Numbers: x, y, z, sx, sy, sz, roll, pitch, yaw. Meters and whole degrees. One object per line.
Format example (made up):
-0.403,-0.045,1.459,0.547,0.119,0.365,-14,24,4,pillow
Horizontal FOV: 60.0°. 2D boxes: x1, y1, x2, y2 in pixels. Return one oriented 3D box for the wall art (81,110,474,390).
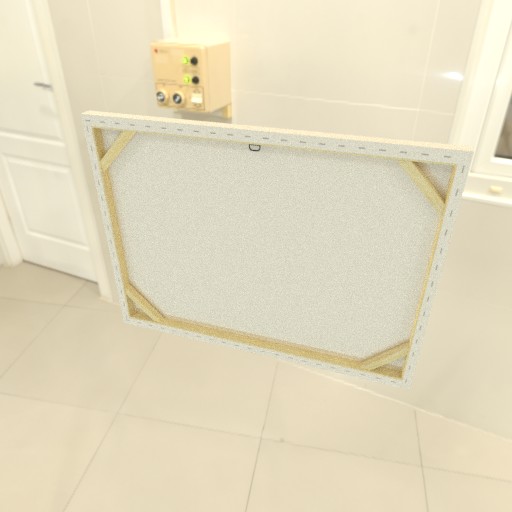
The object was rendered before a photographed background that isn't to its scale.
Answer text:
0.000,0.000,1.322,1.016,0.762,0.038,10,34,15,wall art
